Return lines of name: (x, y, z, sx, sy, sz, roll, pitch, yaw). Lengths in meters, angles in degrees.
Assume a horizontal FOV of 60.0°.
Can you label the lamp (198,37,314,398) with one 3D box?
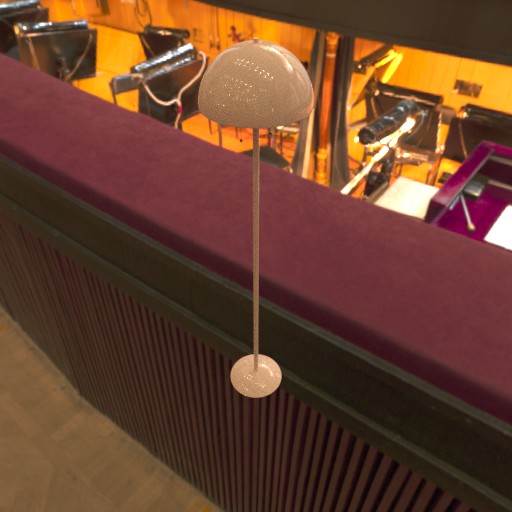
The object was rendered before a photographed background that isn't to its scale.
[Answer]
lamp: (0.000, 0.000, 1.629, 0.328, 1.480, 0.328, 26, 46, 27)
